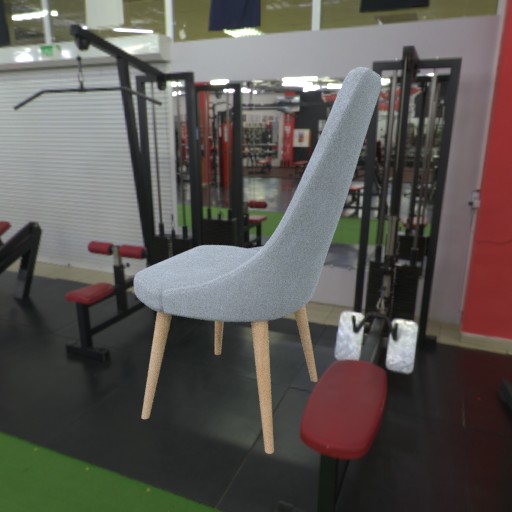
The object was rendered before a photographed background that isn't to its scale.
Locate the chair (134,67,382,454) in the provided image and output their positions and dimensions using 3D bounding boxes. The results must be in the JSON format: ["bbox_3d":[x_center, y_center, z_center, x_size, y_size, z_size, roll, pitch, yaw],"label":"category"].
[{"bbox_3d":[0.000,0.000,1.377,0.660,1.040,0.510,7,17,24],"label":"chair"}]
